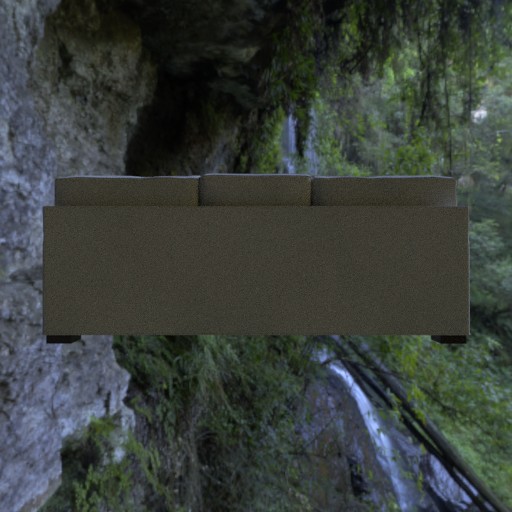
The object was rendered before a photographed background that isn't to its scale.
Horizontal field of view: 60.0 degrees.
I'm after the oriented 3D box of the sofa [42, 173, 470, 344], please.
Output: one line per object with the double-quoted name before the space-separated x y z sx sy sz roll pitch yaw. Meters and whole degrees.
"sofa" 0.000 0.000 2.616 2.088 0.862 0.935 0 0 0
